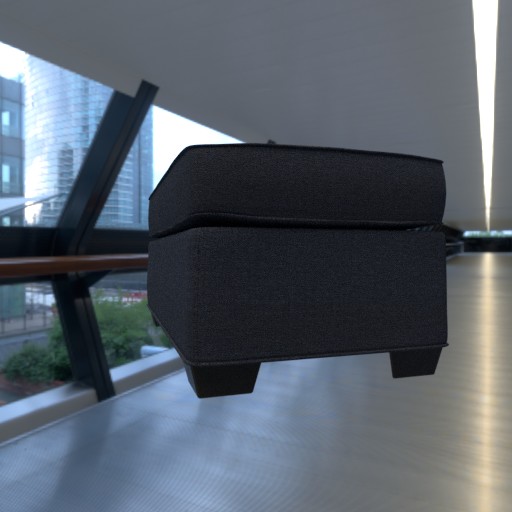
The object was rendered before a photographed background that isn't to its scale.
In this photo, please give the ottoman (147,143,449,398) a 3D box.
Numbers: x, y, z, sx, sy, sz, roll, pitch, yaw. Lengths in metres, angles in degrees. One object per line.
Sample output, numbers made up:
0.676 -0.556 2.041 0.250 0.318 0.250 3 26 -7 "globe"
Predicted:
0.000 0.000 1.167 0.505 0.453 0.895 0 0 -18 "ottoman"
